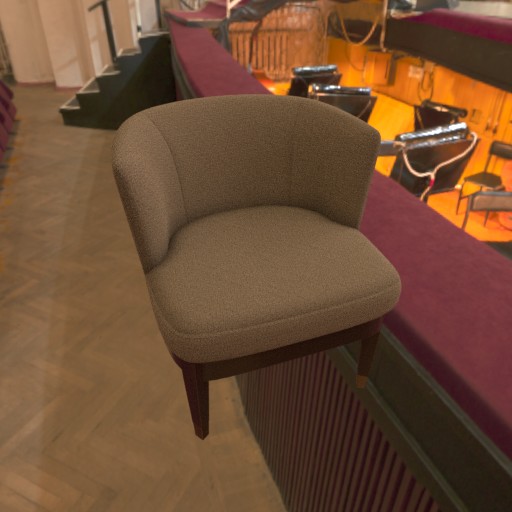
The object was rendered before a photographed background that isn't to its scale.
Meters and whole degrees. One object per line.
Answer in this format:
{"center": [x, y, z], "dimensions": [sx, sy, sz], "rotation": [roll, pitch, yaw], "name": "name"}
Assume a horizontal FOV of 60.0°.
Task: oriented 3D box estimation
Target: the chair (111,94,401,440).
{"center": [0.000, 0.000, 1.282], "dimensions": [0.700, 0.760, 0.660], "rotation": [-11, 34, -17], "name": "chair"}
